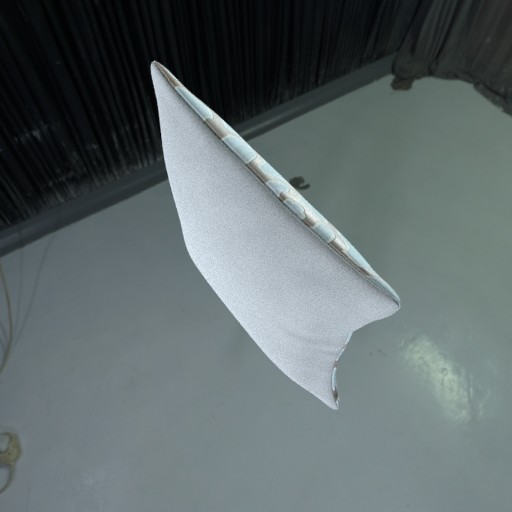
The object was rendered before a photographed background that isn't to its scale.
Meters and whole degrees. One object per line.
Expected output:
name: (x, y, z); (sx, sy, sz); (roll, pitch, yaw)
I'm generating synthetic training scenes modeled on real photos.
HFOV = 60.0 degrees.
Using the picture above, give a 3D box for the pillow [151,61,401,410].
pillow: (0.000, 0.000, 0.823); (0.166, 0.508, 0.552); (-32, 63, -19)
